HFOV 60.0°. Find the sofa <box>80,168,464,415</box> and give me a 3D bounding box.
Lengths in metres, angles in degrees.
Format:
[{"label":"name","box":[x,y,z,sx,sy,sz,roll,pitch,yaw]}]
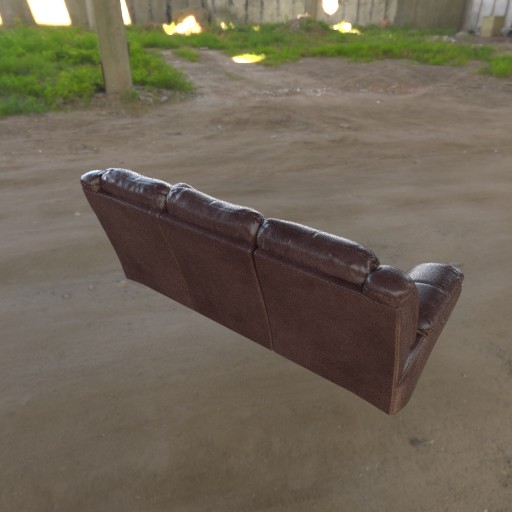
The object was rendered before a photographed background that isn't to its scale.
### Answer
[{"label":"sofa","box":[0.000,0.000,2.871,2.337,1.043,0.991,21,36,32]}]
